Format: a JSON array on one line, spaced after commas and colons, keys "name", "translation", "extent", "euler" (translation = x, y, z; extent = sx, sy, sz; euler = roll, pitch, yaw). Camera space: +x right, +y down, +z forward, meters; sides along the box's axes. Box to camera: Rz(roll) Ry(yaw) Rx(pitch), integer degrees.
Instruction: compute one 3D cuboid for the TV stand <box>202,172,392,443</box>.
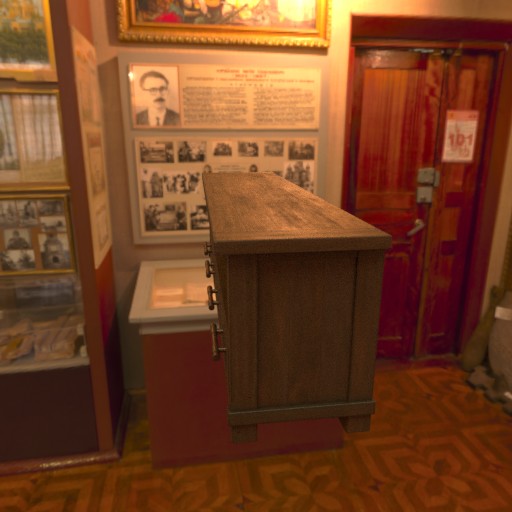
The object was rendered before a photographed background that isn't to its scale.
[{"name": "TV stand", "translation": [0.000, 0.000, 2.088], "extent": [0.471, 0.615, 1.866], "euler": [-2, 16, -7]}]
